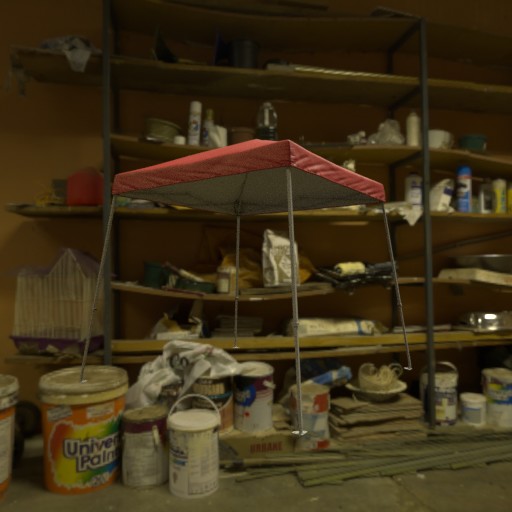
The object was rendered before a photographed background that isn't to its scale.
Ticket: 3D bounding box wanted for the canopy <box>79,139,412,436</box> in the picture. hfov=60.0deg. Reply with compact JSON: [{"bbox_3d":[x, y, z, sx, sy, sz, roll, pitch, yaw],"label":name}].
[{"bbox_3d":[0.000,0.000,5.352,2.848,2.849,2.849,-2,-3,35],"label":"canopy"}]
